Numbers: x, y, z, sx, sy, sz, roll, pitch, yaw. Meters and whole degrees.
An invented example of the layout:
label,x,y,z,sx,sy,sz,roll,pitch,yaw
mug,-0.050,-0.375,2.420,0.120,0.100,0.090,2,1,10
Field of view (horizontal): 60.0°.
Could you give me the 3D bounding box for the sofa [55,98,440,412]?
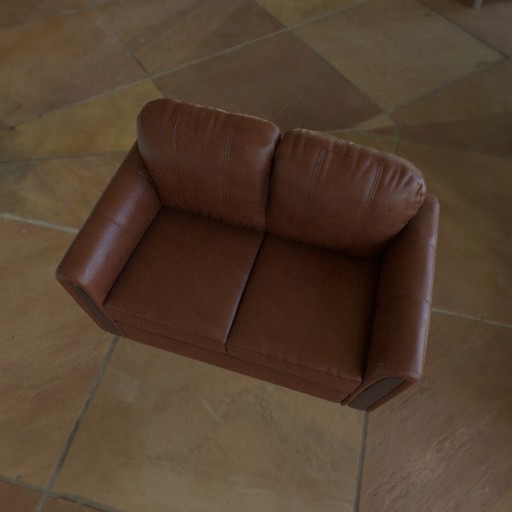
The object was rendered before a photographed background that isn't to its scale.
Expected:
label,x,y,z,sx,sy,sz,roll,pitch,yaw
sofa,0.000,0.000,1.892,1.406,0.906,0.805,15,58,9
